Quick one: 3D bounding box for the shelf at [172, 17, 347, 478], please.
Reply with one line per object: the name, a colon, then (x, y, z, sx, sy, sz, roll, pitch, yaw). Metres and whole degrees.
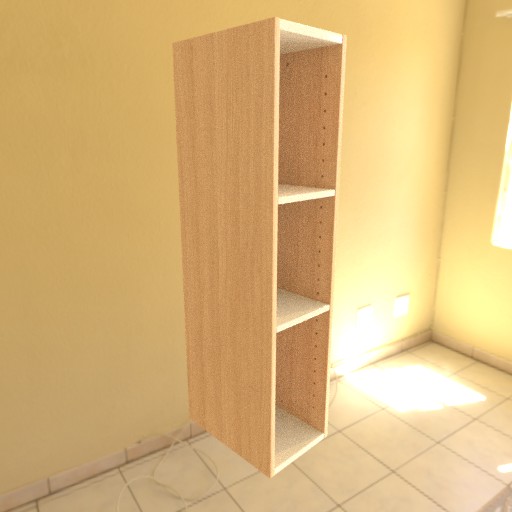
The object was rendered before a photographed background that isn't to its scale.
shelf: (0.000, 0.000, 0.986, 0.197, 0.882, 0.290, -14, 21, -42)
